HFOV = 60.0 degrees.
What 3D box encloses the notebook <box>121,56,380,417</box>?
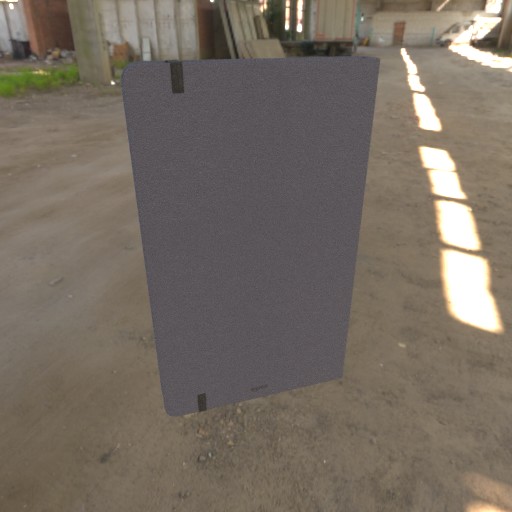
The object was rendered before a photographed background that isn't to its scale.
[{"bbox_3d":[0.000,0.000,0.262,0.127,0.213,0.016,-8,29,-15],"label":"notebook"}]
